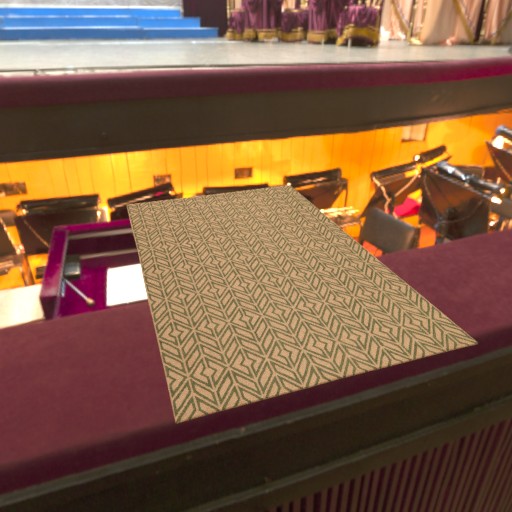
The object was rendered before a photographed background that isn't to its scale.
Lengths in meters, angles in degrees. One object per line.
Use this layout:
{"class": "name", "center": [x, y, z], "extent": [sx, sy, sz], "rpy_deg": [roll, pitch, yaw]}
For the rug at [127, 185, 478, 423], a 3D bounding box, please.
{"class": "rug", "center": [0.000, 0.000, 3.010], "extent": [1.517, 0.011, 2.435], "rpy_deg": [-9, 30, -16]}
